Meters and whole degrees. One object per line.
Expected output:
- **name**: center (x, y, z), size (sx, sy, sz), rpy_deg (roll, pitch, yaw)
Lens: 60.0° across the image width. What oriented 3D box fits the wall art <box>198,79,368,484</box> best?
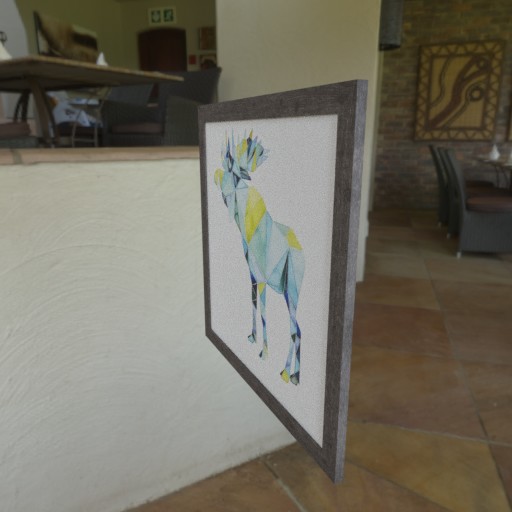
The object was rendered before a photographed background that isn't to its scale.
- **wall art**: center (0.000, 0.000, 0.675), size (0.013, 0.457, 0.457), rpy_deg (-7, 17, -25)
